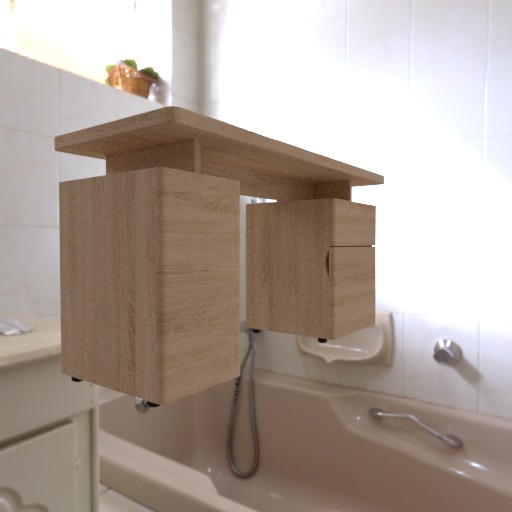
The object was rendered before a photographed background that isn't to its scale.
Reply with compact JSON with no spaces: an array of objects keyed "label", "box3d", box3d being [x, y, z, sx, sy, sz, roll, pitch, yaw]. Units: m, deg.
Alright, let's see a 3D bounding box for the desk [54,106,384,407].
[{"label":"desk","box3d":[0.000,0.000,1.787,0.550,0.760,1.400,1,2,37]}]
